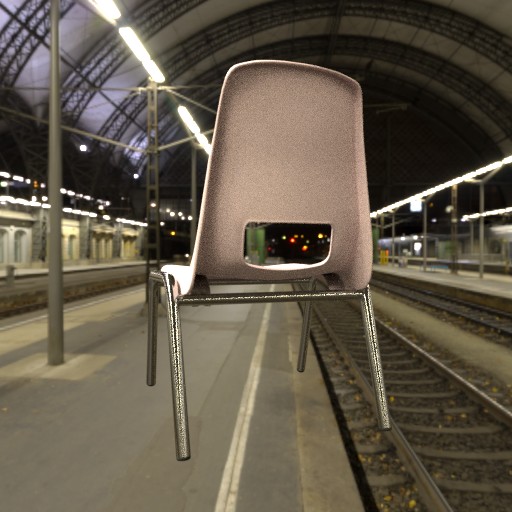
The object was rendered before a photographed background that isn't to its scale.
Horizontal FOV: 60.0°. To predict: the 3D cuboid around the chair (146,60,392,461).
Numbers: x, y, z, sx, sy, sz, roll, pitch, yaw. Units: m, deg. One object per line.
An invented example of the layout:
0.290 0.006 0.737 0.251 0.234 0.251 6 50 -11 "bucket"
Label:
0.000 0.000 0.787 0.354 0.537 0.385 0 1 -18 "chair"
